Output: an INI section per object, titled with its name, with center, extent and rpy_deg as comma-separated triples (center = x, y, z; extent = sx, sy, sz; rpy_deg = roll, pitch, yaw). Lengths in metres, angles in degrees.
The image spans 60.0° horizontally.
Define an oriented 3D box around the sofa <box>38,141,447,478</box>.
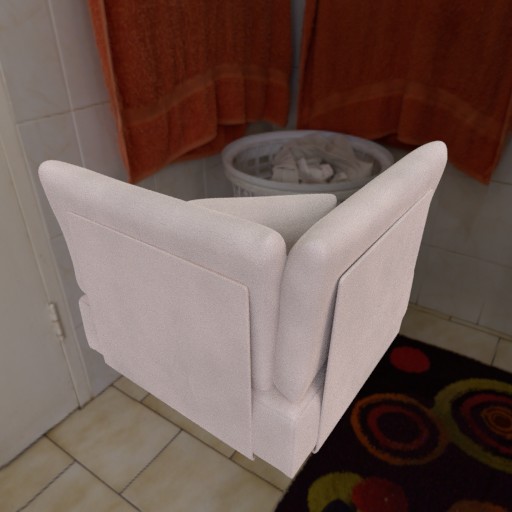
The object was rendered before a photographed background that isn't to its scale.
[sofa]
center = 0.000, 0.000, 1.673
extent = 1.000, 0.820, 1.000
rpy_deg = 20, 37, 30
